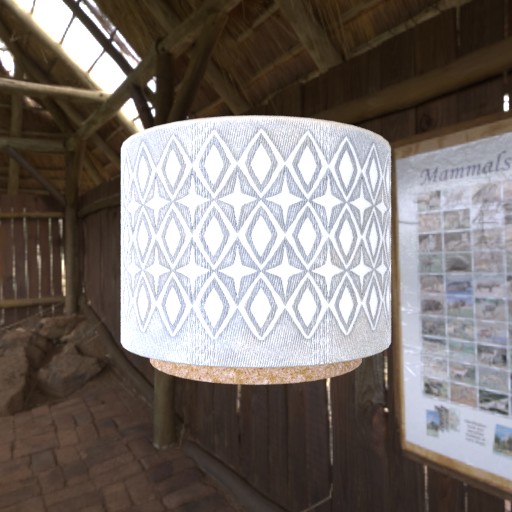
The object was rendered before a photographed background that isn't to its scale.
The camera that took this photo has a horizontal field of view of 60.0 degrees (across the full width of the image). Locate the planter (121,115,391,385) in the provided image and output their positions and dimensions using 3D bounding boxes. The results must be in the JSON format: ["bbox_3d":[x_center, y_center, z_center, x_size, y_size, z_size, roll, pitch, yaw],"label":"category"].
[{"bbox_3d":[0.000,0.000,0.282,0.164,0.127,0.164,0,0,0],"label":"planter"}]
